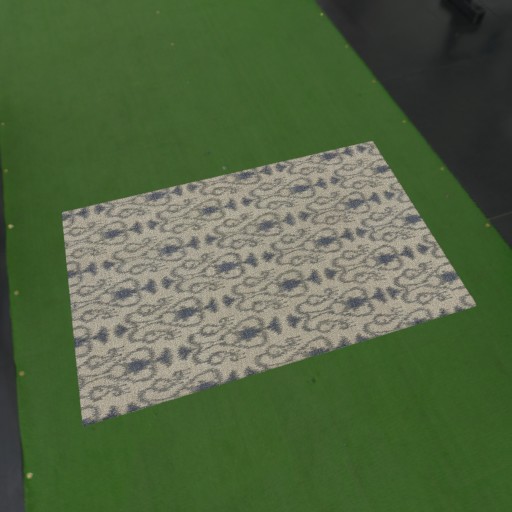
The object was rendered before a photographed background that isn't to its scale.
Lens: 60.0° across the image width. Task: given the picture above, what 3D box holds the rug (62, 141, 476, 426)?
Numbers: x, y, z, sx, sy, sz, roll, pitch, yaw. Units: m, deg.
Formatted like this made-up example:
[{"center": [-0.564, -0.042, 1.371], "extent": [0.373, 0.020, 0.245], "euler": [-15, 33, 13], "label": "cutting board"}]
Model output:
[{"center": [0.000, 0.000, 2.017], "extent": [1.652, 0.006, 1.035], "euler": [-15, 59, -9], "label": "rug"}]
